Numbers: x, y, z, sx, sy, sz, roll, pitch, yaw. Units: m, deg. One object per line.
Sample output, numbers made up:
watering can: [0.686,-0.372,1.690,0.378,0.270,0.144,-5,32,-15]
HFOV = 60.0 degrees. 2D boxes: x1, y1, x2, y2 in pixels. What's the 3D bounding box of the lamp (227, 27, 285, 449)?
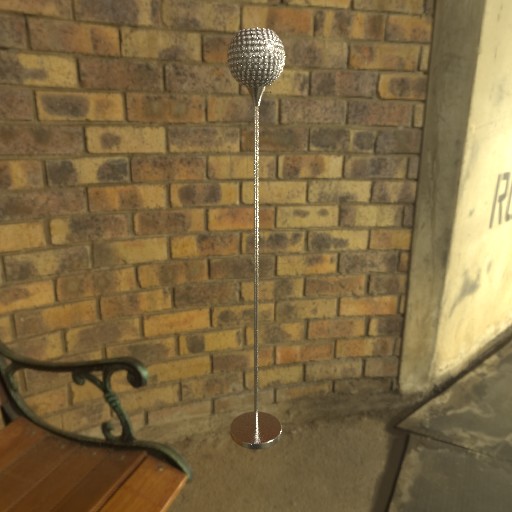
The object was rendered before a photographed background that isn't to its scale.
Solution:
lamp: [0.000,0.000,1.956,0.254,1.805,0.254,0,15,0]
